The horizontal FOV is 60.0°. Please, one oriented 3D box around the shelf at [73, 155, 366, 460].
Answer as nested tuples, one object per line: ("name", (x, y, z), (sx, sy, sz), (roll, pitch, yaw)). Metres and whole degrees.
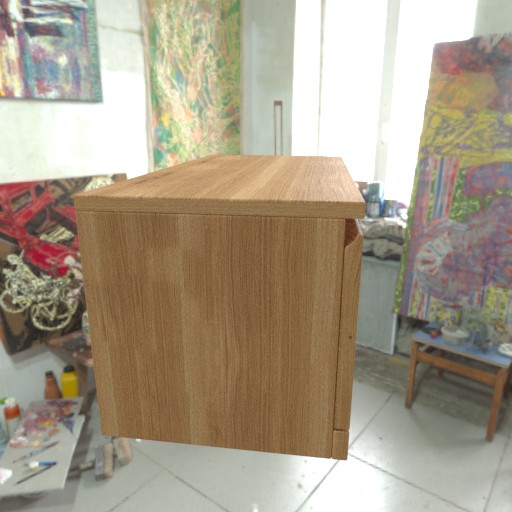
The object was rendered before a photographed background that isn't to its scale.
("shelf", (0.000, 0.000, 1.027), (0.400, 0.400, 0.800), (2, 17, 8))
